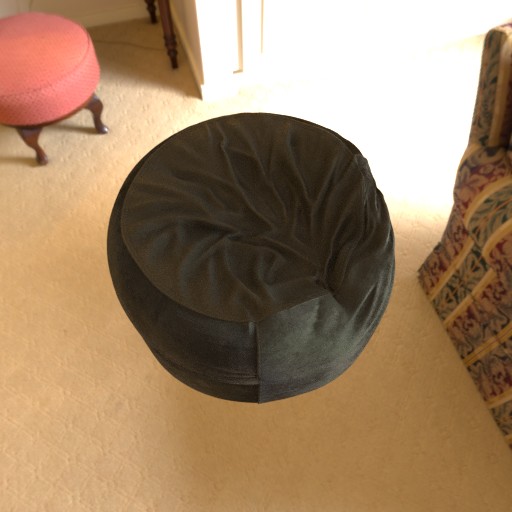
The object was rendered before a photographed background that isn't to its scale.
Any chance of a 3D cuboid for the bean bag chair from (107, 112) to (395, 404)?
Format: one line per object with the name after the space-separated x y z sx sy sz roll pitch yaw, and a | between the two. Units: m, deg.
0.000 0.000 1.508 0.918 0.605 0.918 0 59 0 | bean bag chair
